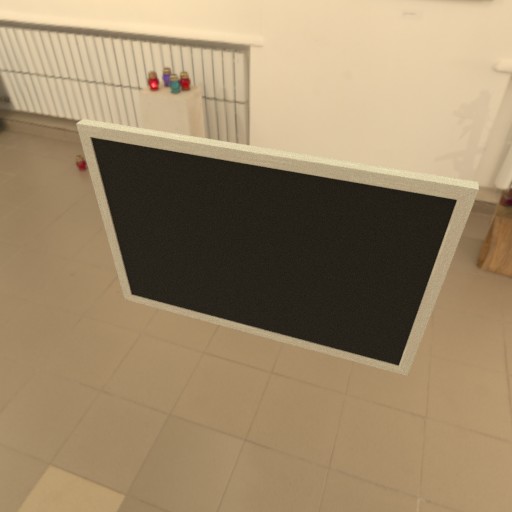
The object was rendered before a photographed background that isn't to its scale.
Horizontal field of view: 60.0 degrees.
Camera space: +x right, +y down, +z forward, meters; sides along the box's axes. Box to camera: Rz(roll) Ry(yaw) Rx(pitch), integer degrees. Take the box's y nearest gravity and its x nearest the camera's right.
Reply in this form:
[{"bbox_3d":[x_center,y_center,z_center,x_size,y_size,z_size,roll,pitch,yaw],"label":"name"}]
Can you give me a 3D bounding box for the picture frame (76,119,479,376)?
[{"bbox_3d":[0.000,0.000,1.220,0.950,0.640,0.029,13,42,14],"label":"picture frame"}]
